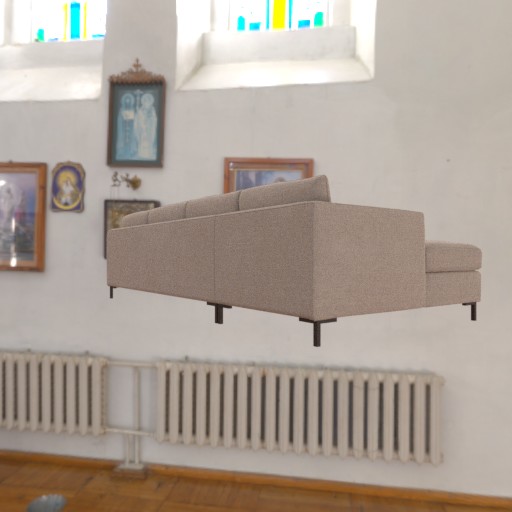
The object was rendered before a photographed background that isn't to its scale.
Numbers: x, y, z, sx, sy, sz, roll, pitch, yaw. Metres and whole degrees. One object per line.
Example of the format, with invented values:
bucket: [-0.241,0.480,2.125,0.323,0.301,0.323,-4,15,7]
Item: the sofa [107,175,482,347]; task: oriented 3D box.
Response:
sofa: [0.000,0.000,3.549,1.469,0.816,2.923,0,0,-36]
